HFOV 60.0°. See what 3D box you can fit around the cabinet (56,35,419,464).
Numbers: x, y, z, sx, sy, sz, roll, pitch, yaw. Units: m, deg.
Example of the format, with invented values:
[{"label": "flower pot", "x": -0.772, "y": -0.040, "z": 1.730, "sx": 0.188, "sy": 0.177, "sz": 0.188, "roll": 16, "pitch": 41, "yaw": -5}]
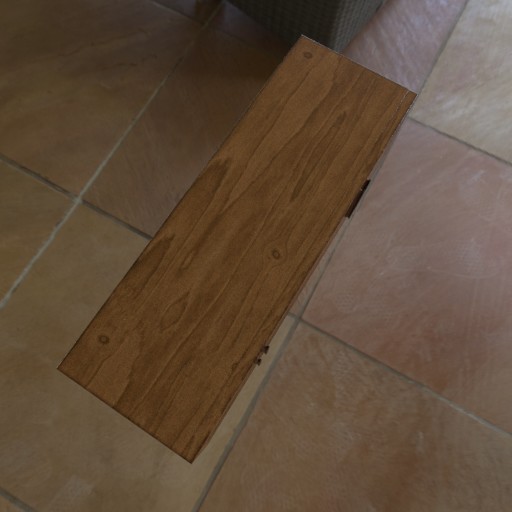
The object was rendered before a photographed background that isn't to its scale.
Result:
[{"label": "cabinet", "x": 0.000, "y": 0.000, "z": 1.764, "sx": 0.477, "sy": 0.802, "sz": 1.363, "roll": 31, "pitch": 76, "yaw": 9}]
